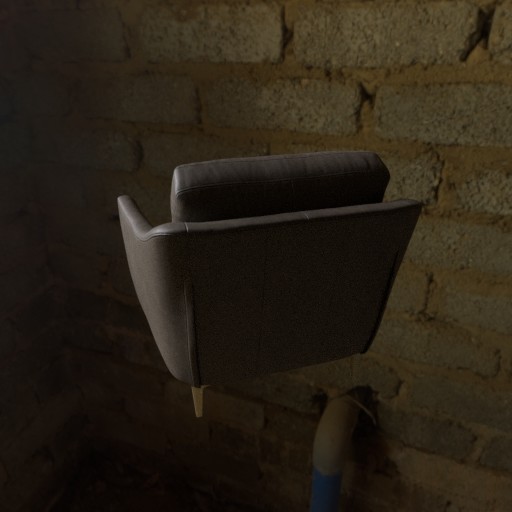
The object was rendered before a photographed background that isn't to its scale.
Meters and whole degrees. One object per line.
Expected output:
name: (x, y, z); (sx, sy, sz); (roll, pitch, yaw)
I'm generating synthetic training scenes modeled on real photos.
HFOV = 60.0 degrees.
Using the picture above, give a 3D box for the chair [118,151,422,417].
chair: (0.000, 0.000, 1.731); (0.988, 0.901, 0.961); (-8, 28, -15)
